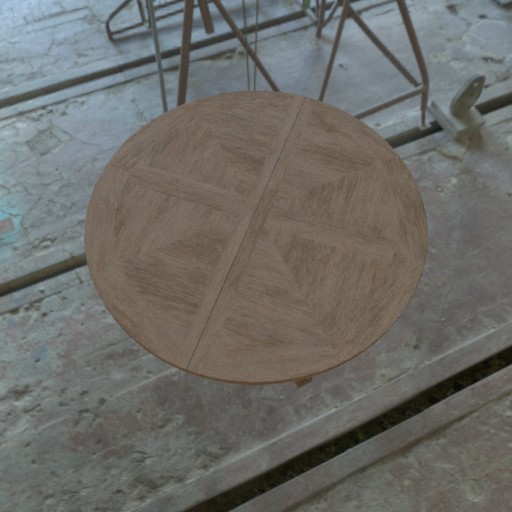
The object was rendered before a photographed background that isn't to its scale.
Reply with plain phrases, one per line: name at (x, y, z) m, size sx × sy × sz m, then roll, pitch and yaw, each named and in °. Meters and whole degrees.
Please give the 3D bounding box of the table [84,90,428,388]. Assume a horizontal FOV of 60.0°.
table at (0.000, 0.000, 2.065) m, size 1.319 × 0.762 × 1.319 m, roll 0°, pitch 62°, yaw 0°
